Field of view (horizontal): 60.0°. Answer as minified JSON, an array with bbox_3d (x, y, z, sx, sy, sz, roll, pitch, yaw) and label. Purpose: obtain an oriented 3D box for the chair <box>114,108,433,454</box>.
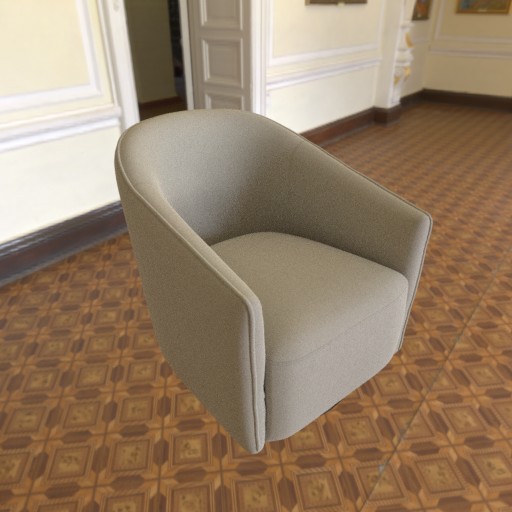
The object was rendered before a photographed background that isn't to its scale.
[{"bbox_3d":[0.000,0.000,1.466,0.747,0.799,0.875,-22,36,-33],"label":"chair"}]
